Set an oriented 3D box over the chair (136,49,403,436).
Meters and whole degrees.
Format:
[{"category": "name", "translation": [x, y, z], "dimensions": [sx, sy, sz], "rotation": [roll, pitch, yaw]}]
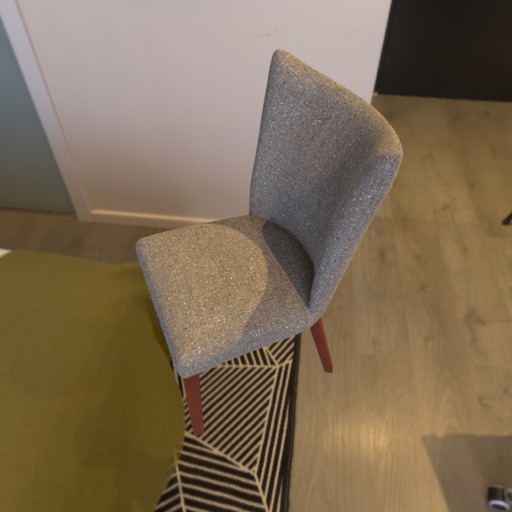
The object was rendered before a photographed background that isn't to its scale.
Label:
[{"category": "chair", "translation": [0.000, 0.000, 1.278], "dimensions": [0.623, 0.924, 0.535], "rotation": [-17, 49, -16]}]
